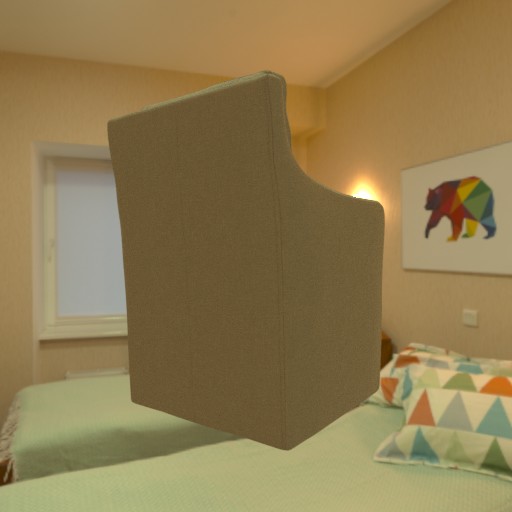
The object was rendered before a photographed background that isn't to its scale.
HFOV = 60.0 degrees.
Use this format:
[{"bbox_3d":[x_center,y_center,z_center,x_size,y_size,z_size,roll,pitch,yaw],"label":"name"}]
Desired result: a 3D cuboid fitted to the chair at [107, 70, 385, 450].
[{"bbox_3d":[0.000,0.000,1.402,0.626,0.914,0.694,0,1,36],"label":"chair"}]
